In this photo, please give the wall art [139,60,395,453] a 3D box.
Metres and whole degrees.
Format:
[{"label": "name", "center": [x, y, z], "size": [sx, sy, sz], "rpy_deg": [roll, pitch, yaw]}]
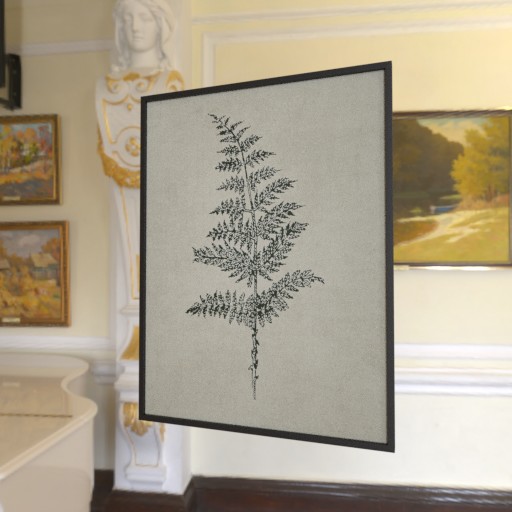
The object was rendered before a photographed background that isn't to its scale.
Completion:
[{"label": "wall art", "center": [0.000, 0.000, 1.354], "size": [0.802, 1.070, 0.036], "rpy_deg": [0, -1, 19]}]
